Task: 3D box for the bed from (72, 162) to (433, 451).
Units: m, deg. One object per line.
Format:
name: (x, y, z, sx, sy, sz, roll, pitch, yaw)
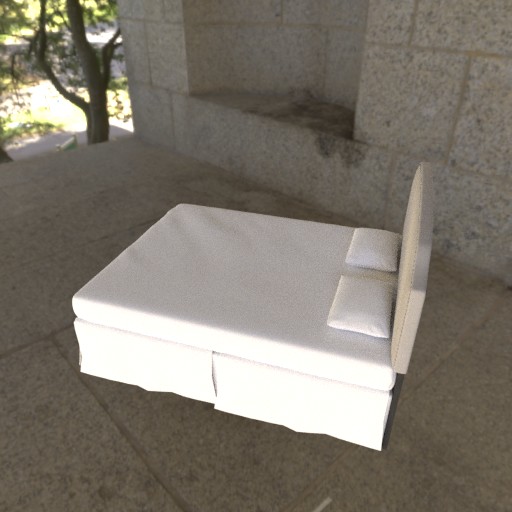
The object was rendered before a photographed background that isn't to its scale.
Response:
bed: (0.000, 0.000, 2.954, 1.999, 1.270, 1.558, 10, 32, 16)
